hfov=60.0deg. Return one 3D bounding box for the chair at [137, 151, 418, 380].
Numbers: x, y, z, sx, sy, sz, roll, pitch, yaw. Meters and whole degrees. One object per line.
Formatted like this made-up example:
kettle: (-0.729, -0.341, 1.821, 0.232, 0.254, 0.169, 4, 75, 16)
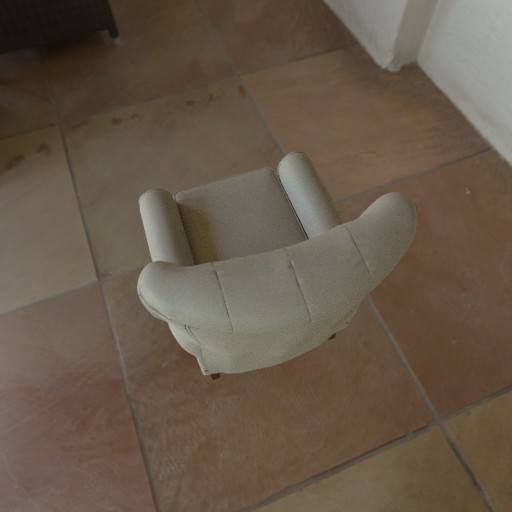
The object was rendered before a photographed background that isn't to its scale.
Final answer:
chair: (0.000, 0.000, 1.961, 0.943, 1.158, 1.059, -17, 61, -9)
